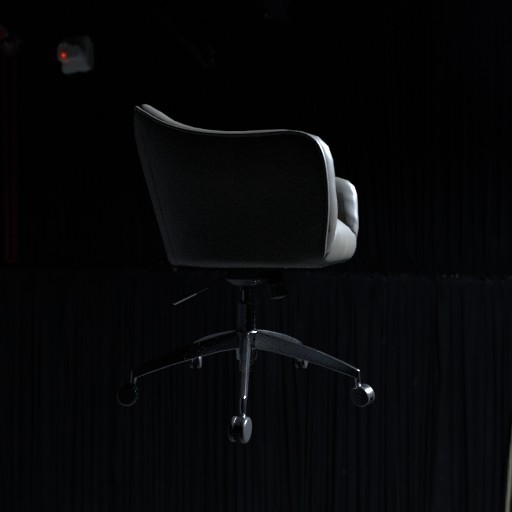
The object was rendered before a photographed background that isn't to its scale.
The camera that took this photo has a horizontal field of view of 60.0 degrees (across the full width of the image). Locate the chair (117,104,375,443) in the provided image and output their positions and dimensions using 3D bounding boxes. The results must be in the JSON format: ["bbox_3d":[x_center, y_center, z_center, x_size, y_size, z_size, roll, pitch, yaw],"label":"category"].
[{"bbox_3d":[0.000,0.000,1.326,0.689,0.827,0.713,0,1,17],"label":"chair"}]
